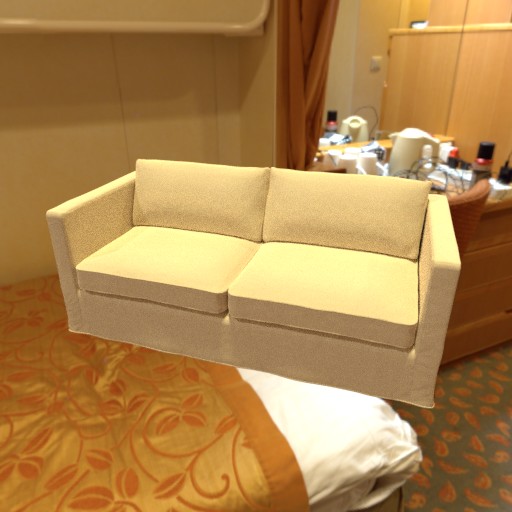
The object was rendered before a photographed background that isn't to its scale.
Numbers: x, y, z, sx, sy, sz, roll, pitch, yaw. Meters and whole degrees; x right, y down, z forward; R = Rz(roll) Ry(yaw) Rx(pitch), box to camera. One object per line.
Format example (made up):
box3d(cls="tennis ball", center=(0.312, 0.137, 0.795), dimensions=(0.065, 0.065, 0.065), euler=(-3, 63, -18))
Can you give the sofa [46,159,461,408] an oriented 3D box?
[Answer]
box3d(cls="sofa", center=(0.000, 0.000, 2.479), dimensions=(1.987, 0.870, 0.940), euler=(8, 27, 16))
